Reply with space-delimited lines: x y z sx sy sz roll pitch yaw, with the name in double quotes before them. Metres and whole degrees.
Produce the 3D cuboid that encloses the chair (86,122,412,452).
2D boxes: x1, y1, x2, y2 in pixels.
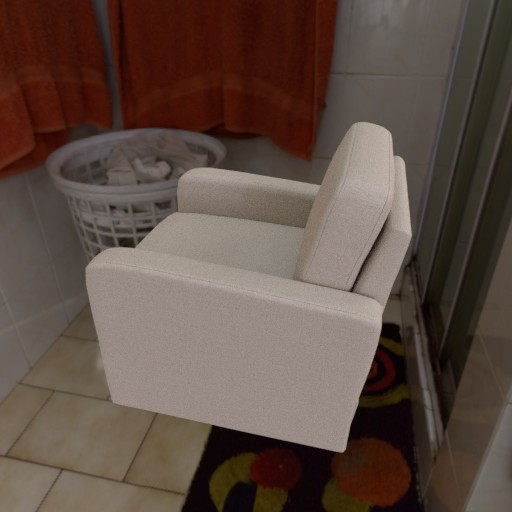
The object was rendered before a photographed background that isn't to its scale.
"chair" 0.000 0.000 1.494 0.888 0.827 0.755 8 32 12
